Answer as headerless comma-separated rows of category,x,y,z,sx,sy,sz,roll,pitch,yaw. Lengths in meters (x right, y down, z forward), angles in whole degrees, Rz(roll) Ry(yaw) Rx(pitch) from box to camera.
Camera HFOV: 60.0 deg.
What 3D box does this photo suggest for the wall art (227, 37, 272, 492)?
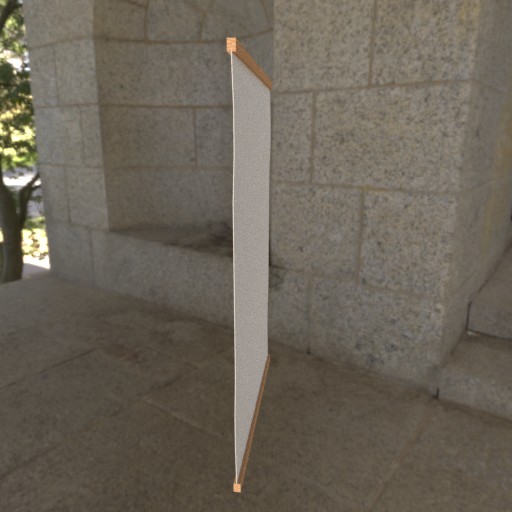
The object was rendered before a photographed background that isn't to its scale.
wall art,0.000,0.000,1.913,0.025,1.521,1.011,2,15,8
